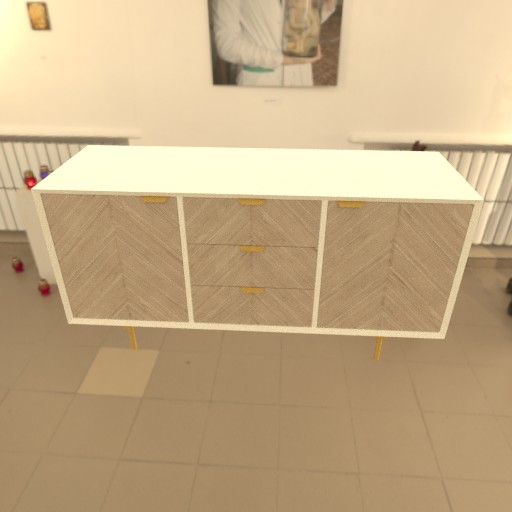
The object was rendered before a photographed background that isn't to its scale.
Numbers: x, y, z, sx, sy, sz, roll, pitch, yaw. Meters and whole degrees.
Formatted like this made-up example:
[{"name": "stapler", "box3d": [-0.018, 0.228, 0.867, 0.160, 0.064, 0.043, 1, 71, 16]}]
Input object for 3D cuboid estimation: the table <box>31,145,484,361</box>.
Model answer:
[{"name": "table", "box3d": [0.000, 0.000, 1.875, 1.500, 0.769, 0.508, 2, 31, 3]}]
